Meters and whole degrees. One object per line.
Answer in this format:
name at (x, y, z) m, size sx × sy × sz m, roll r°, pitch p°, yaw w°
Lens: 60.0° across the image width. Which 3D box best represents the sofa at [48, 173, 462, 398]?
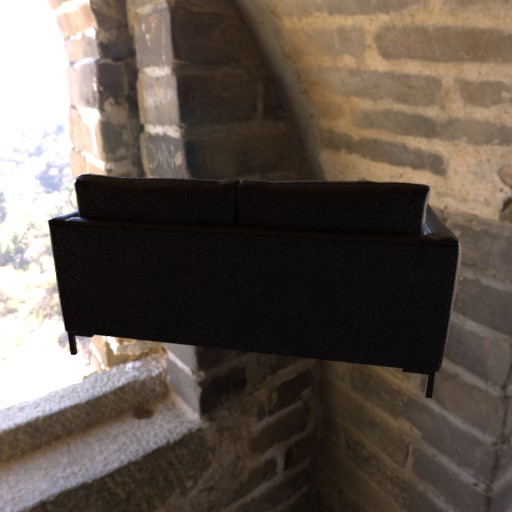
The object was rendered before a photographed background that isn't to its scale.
sofa at (0.000, 0.000, 2.302) m, size 1.805 × 0.883 × 0.947 m, roll 3°, pitch 17°, yaw 10°
